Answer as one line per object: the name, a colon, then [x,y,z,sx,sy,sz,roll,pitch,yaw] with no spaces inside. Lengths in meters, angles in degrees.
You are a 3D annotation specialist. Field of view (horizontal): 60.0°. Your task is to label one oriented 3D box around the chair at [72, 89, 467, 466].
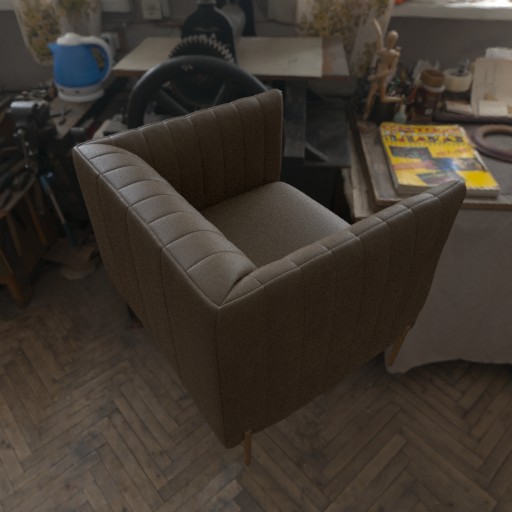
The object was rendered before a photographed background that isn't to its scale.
chair: [0.000,0.000,1.601,0.876,0.779,0.981,-25,47,-26]
